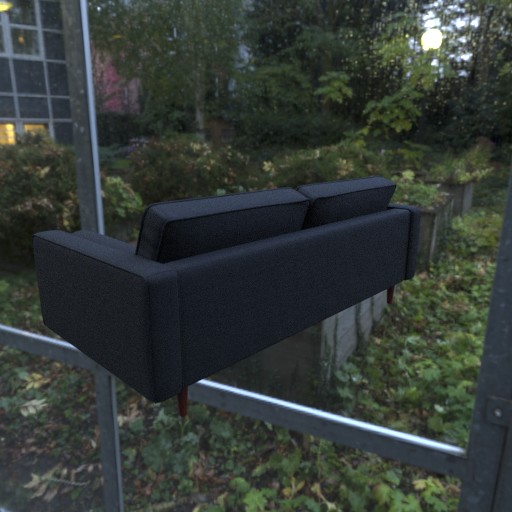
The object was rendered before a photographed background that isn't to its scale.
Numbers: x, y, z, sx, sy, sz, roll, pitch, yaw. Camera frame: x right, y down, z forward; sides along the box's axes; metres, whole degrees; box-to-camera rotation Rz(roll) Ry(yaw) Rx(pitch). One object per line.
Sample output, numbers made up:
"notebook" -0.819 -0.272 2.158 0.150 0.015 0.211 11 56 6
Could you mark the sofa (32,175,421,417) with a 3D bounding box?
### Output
"sofa" 0.000 0.000 2.292 0.914 0.759 1.875 14 21 42
